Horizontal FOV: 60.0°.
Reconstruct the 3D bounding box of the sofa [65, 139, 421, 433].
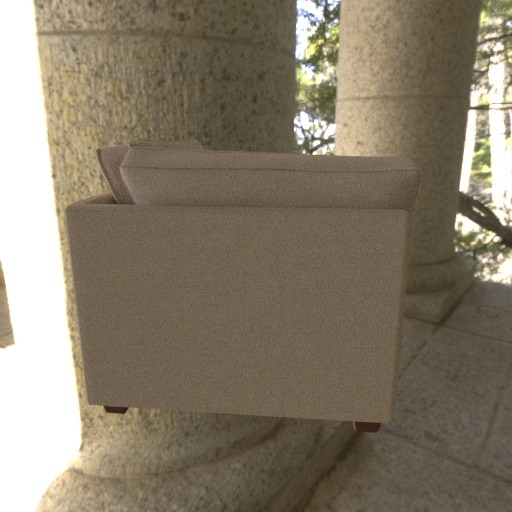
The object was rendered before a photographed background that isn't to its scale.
[{"bbox_3d":[0.000,0.000,1.840,1.050,0.937,1.042,2,16,6],"label":"sofa"}]
